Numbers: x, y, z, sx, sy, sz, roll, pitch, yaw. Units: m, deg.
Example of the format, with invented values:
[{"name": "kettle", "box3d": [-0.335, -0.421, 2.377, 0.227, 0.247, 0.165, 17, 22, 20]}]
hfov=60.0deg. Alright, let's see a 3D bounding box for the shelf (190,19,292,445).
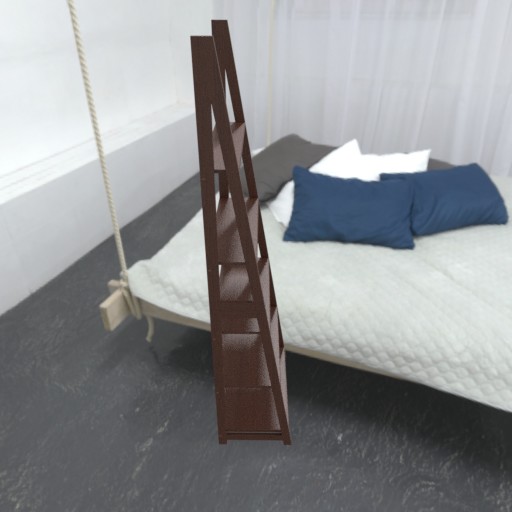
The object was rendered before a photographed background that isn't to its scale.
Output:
[{"name": "shelf", "box3d": [0.000, 0.000, 1.919, 0.350, 1.770, 0.600, 0, 32, 1]}]
